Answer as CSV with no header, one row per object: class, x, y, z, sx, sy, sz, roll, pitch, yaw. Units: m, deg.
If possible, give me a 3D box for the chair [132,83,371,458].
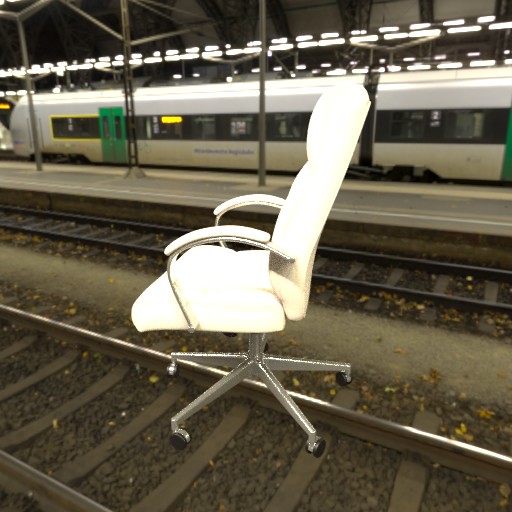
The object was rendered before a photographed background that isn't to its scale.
chair,0.000,0.000,1.566,0.745,1.099,0.727,2,16,7
